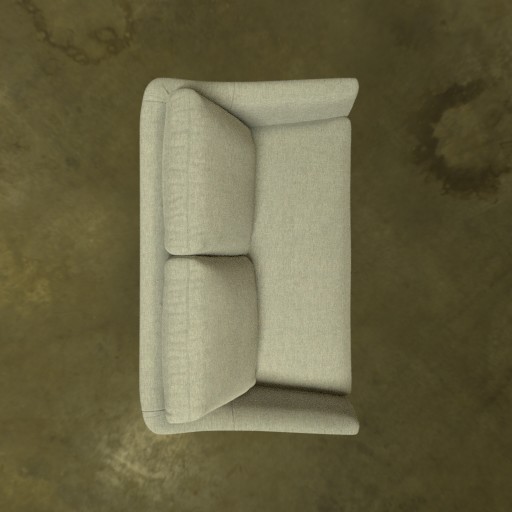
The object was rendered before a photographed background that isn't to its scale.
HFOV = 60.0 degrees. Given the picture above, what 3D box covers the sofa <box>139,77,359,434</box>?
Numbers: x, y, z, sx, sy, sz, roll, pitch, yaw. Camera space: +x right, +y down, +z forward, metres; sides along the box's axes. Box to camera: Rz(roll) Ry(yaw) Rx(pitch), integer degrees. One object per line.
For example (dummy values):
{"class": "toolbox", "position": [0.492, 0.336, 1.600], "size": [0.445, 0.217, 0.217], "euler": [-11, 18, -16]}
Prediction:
{"class": "sofa", "position": [0.000, 0.000, 2.142], "size": [0.960, 0.904, 1.619], "euler": [0, 90, -1]}
